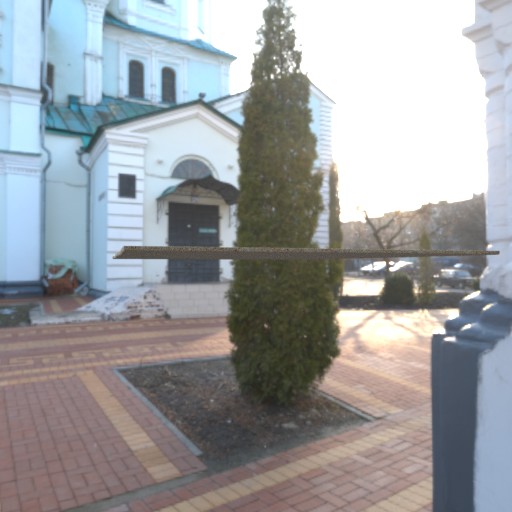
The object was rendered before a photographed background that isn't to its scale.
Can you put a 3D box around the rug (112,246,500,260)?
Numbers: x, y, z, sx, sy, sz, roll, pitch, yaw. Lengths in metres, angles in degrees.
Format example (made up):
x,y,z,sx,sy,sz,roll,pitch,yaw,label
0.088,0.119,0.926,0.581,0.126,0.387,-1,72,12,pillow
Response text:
x,y,z,sx,sy,sz,roll,pitch,yaw,label
0.000,0.000,3.976,2.400,0.026,3.000,0,-1,-19,rug
